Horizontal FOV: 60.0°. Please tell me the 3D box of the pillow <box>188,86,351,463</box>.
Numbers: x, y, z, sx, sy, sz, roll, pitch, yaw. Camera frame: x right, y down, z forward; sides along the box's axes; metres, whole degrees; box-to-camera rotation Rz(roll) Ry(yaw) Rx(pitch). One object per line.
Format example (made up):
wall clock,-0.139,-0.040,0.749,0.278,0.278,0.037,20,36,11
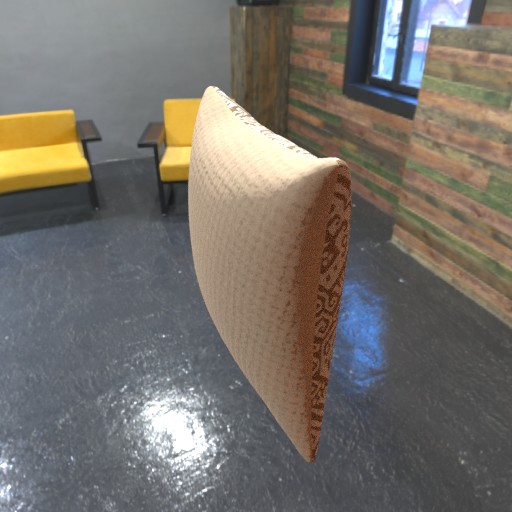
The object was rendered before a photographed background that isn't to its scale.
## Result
pillow,0.000,0.000,0.646,0.173,0.407,0.419,-11,32,-18
